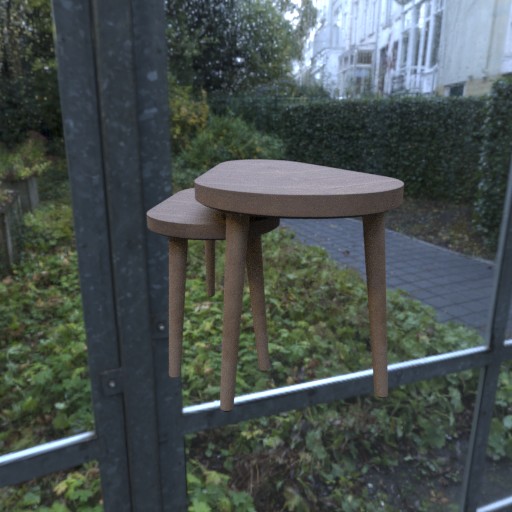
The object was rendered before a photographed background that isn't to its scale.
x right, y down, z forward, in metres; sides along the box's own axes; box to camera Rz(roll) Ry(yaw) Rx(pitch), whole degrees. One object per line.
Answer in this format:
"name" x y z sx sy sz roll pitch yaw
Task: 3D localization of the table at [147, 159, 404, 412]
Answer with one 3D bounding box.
"table" 0.000 0.000 1.568 0.701 0.595 1.190 -2 16 -8
